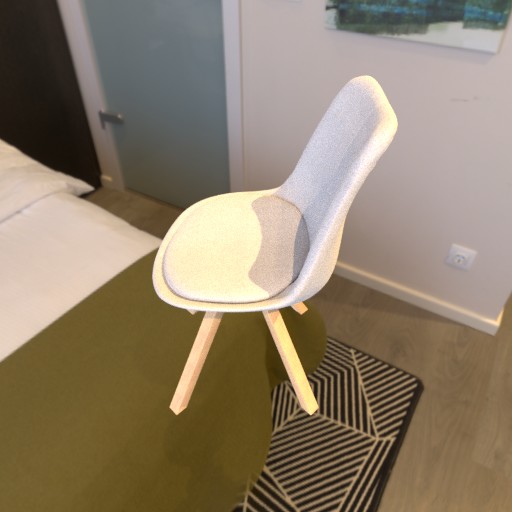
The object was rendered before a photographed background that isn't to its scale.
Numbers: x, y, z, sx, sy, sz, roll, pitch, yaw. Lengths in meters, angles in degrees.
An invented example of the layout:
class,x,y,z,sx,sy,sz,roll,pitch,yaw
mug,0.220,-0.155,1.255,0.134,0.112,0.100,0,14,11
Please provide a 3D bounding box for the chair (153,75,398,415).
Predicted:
class,x,y,z,sx,sy,sz,roll,pitch,yaw
chair,0.000,0.000,1.185,0.549,0.863,0.474,1,41,1
